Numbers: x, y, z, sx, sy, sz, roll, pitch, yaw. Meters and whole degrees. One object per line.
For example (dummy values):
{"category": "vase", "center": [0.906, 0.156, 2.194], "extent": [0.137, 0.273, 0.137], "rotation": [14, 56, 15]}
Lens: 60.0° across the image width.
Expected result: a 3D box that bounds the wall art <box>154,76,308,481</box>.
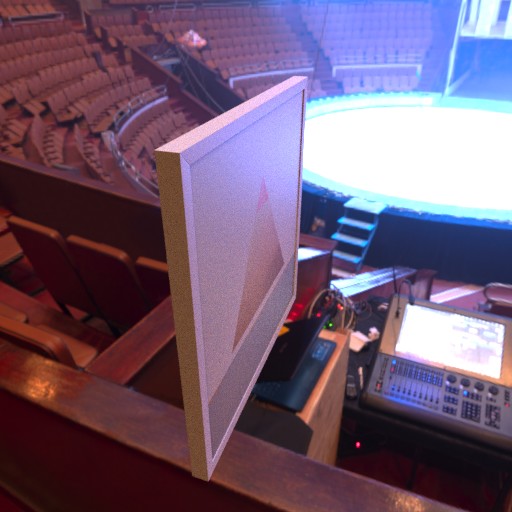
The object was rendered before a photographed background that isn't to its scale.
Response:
{"category": "wall art", "center": [0.000, 0.000, 1.141], "extent": [0.041, 0.765, 0.768], "rotation": [10, 32, 17]}
